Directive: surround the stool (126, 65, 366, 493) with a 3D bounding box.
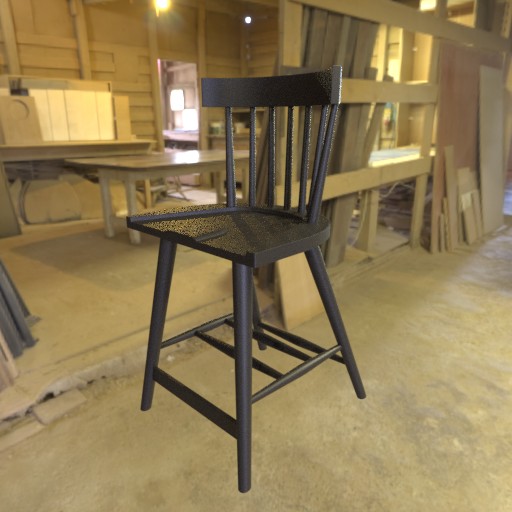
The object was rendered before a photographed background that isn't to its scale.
[{"bbox_3d":[0.000,0.000,1.238,0.494,0.953,0.549,16,24,42],"label":"stool"}]
